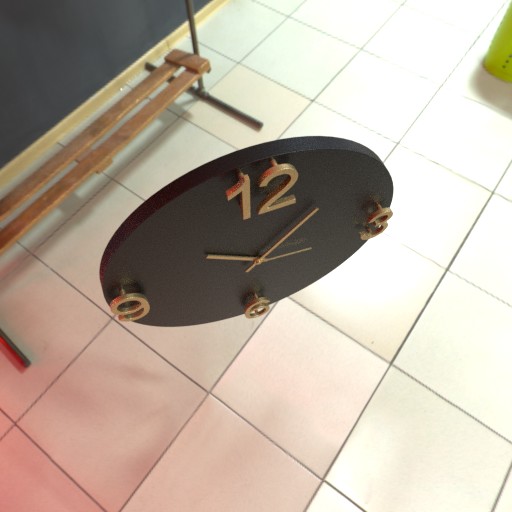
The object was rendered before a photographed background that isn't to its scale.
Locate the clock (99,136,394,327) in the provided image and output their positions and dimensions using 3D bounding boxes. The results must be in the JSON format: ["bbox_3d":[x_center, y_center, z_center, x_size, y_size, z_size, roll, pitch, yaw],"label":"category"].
[{"bbox_3d":[0.000,0.000,0.678,0.454,0.454,0.038,-19,64,-10],"label":"clock"}]
